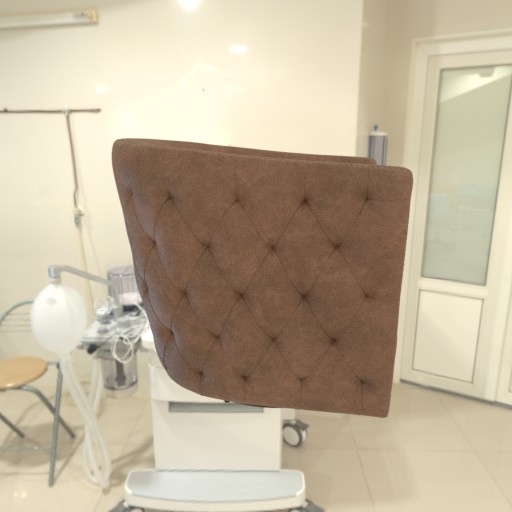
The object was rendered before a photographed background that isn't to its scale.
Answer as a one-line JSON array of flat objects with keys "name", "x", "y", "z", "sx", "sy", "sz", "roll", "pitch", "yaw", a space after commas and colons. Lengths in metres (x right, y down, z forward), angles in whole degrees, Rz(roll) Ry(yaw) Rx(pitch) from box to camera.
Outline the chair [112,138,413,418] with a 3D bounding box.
[{"name": "chair", "x": 0.000, "y": 0.000, "z": 1.536, "sx": 0.870, "sy": 0.790, "sz": 0.850, "roll": 2, "pitch": 14, "yaw": 8}]
